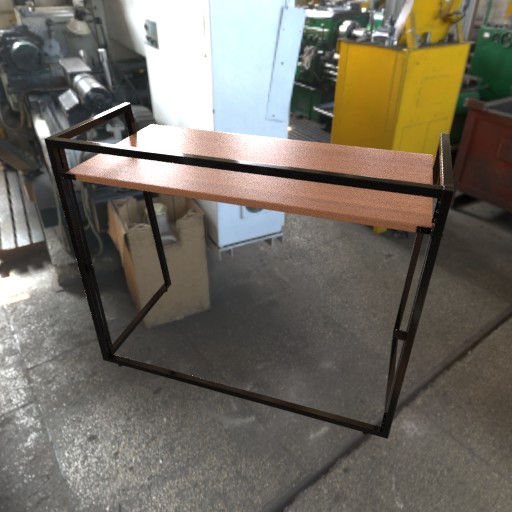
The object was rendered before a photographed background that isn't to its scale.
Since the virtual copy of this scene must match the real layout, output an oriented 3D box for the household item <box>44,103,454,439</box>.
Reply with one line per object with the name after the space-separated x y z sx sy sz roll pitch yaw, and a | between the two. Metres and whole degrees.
0.000 0.000 1.503 1.050 0.860 0.510 10 35 15 | household item
